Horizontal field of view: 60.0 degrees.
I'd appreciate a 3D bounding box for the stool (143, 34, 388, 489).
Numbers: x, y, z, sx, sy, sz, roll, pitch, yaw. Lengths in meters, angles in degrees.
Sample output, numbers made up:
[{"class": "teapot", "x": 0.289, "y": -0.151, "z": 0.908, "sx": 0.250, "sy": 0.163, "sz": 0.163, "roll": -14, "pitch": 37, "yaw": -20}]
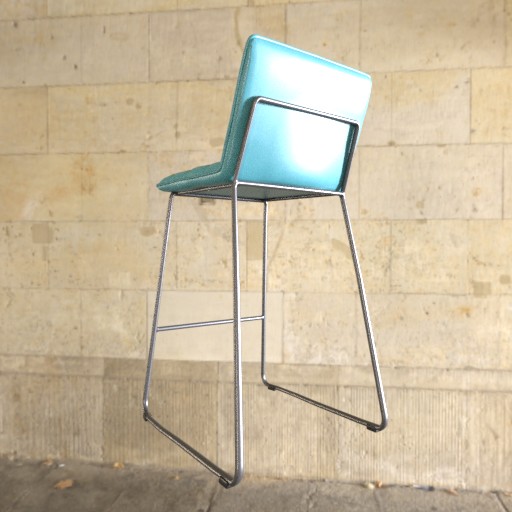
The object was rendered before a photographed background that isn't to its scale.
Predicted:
[{"class": "stool", "x": 0.000, "y": 0.000, "z": 1.222, "sx": 0.489, "sy": 0.936, "sz": 0.524, "roll": -1, "pitch": 1, "yaw": -36}]
